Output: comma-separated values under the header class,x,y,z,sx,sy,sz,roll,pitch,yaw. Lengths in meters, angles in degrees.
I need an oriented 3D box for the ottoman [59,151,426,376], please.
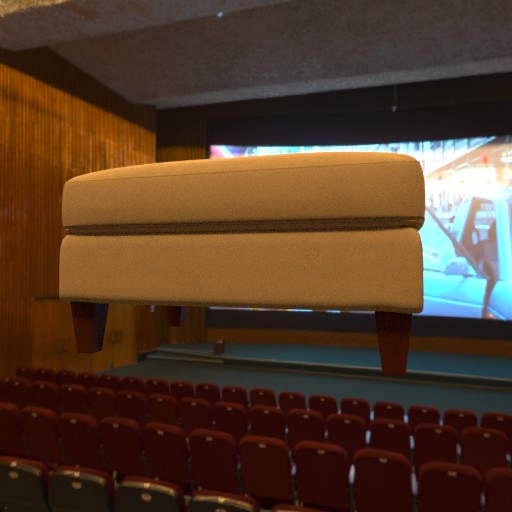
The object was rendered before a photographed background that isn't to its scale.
class,x,y,z,sx,sy,sz,roll,pitch,yaw
ottoman,0.000,0.000,1.230,0.864,0.483,0.584,0,-1,17
